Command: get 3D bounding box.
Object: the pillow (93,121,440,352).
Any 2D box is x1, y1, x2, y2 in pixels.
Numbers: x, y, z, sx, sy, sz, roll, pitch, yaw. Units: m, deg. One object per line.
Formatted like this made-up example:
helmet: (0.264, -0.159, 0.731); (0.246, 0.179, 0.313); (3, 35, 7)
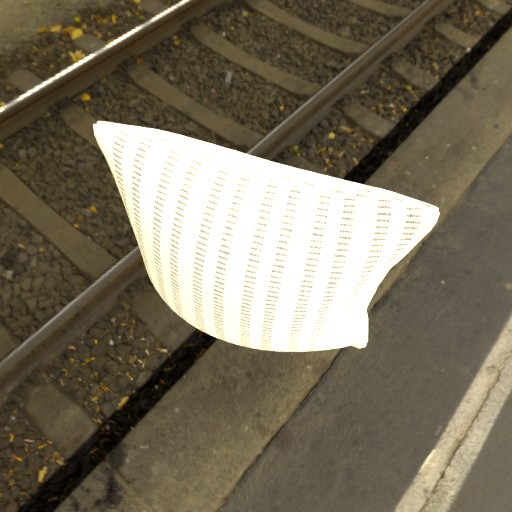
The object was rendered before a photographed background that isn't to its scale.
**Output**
pillow: (0.000, 0.000, 0.697); (0.438, 0.419, 0.247); (16, 60, 10)
